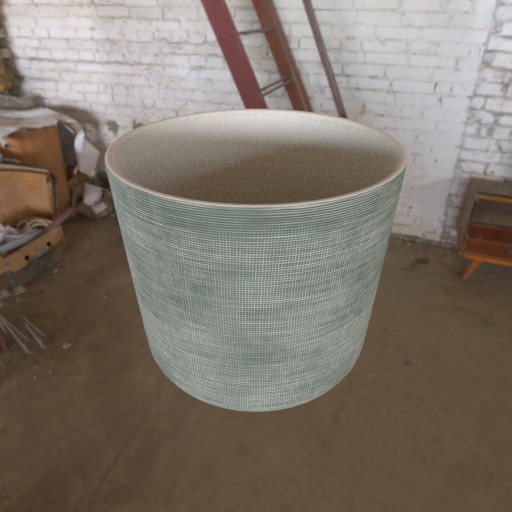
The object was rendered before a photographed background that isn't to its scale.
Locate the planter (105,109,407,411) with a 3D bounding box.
[{"bbox_3d":[0.000,0.000,0.774,0.440,0.398,0.440,0,32,0],"label":"planter"}]
